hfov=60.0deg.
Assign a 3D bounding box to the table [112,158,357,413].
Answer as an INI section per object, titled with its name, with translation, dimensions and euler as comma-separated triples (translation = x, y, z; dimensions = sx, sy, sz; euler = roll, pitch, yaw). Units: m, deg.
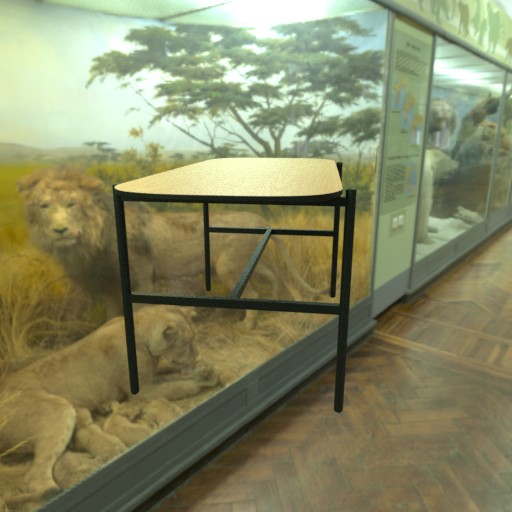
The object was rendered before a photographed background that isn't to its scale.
[table]
translation = 0.000, 0.000, 1.039
dimensions = 0.400, 0.400, 0.800
euler = 2, 16, 8
